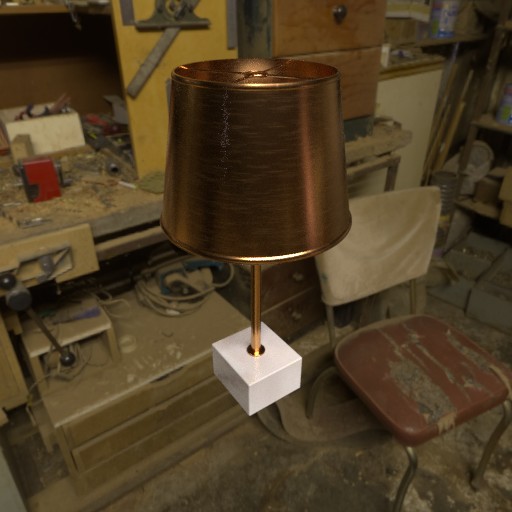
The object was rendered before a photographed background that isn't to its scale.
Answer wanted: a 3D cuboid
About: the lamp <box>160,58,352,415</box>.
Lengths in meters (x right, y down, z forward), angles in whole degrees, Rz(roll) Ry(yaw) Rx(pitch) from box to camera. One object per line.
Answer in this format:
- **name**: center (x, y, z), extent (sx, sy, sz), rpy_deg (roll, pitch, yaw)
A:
- **lamp**: center (0.000, 0.000, 0.517), extent (0.208, 0.406, 0.208), rpy_deg (0, 31, 0)
